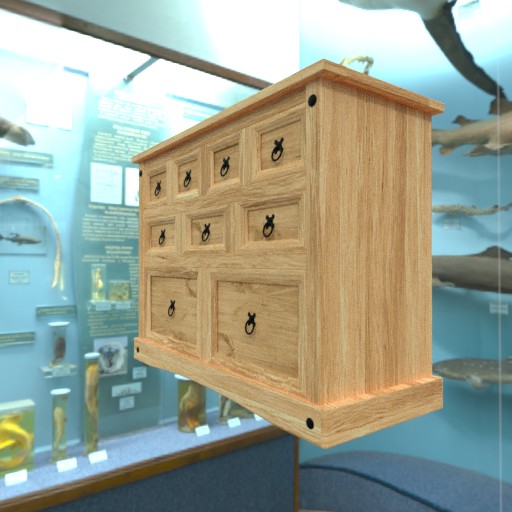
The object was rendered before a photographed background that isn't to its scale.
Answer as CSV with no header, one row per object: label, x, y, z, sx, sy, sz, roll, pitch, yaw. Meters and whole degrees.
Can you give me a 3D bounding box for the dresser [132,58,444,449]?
dresser,0.000,0.000,1.349,0.410,0.740,0.990,0,-1,-36
